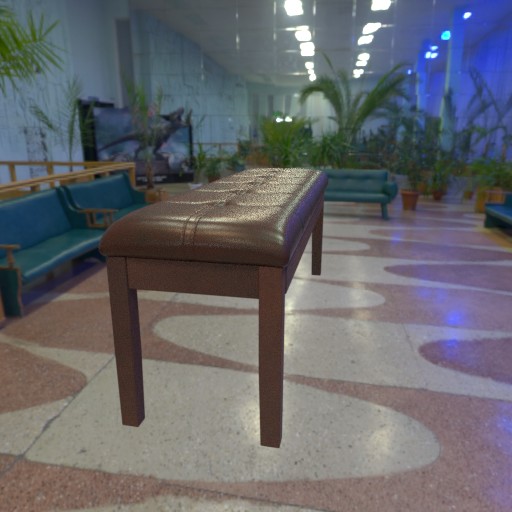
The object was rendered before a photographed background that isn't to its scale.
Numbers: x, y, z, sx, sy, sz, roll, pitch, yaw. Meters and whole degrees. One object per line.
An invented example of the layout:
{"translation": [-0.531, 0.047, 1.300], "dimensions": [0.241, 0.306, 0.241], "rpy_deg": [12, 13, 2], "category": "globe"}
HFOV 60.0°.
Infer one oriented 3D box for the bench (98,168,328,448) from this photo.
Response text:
{"translation": [0.000, 0.000, 1.491], "dimensions": [0.401, 0.491, 1.259], "rpy_deg": [3, 16, 12], "category": "bench"}
